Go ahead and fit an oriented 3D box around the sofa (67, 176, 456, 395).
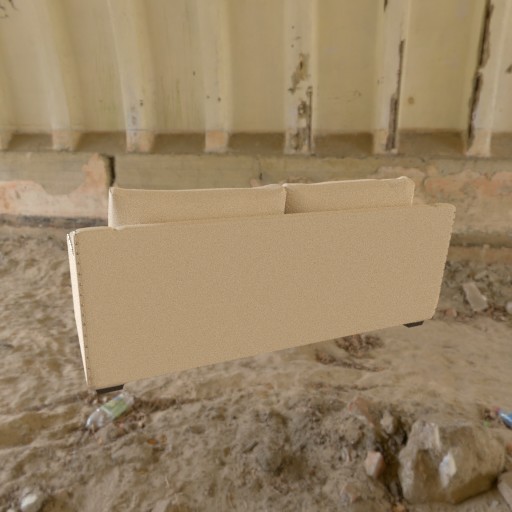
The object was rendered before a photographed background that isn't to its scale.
[{"bbox_3d":[0.000,0.000,2.361,1.812,0.830,0.949,-6,15,-24],"label":"sofa"}]
